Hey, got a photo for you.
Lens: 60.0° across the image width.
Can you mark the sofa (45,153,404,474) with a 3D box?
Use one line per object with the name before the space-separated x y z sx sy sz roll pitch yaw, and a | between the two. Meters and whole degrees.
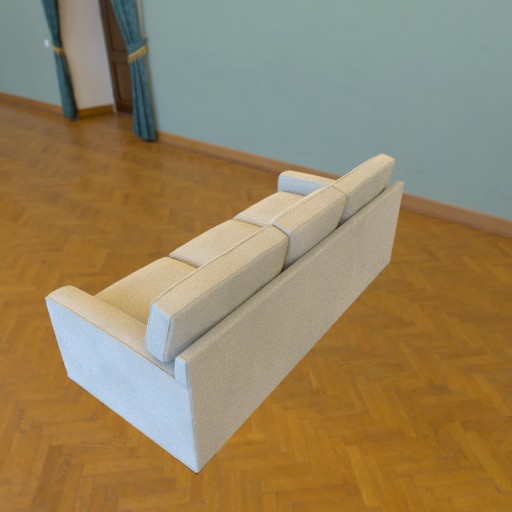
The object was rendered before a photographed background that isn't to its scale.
sofa | 0.000 0.000 2.599 0.935 0.862 2.088 21 37 31
